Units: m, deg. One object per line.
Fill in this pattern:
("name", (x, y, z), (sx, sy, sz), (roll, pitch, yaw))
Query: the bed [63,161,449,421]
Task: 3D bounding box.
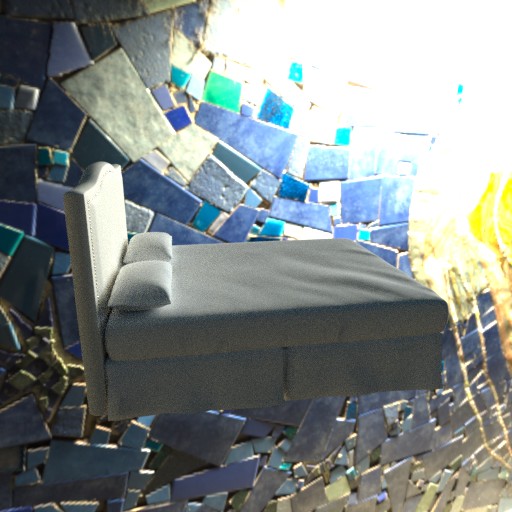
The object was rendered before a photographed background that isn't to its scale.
("bed", (0.000, 0.000, 3.395), (2.282, 1.436, 1.821), (-3, 17, -10))
